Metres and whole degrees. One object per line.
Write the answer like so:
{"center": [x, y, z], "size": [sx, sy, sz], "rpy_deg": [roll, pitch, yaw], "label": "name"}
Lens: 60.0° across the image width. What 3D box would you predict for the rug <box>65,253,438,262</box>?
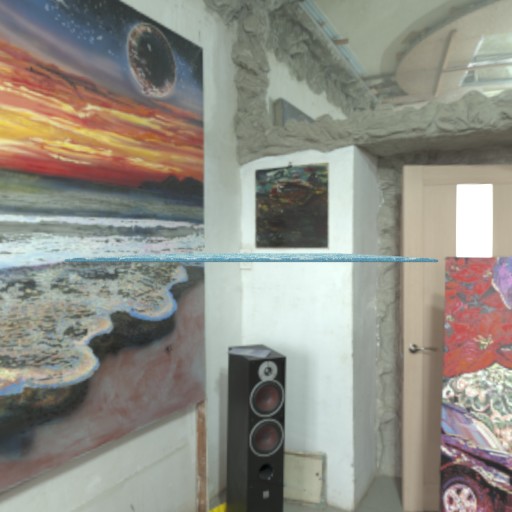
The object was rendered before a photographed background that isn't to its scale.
{"center": [0.000, 0.000, 3.520], "size": [1.816, 0.018, 2.746], "rpy_deg": [0, 1, 1], "label": "rug"}
